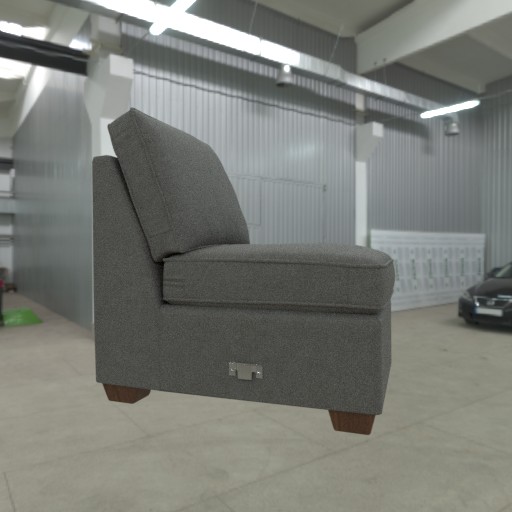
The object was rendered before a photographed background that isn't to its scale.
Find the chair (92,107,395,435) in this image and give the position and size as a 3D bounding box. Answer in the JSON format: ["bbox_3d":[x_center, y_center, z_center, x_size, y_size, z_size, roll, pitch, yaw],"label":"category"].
[{"bbox_3d":[0.000,0.000,1.588,0.938,0.970,0.621,0,1,19],"label":"chair"}]
